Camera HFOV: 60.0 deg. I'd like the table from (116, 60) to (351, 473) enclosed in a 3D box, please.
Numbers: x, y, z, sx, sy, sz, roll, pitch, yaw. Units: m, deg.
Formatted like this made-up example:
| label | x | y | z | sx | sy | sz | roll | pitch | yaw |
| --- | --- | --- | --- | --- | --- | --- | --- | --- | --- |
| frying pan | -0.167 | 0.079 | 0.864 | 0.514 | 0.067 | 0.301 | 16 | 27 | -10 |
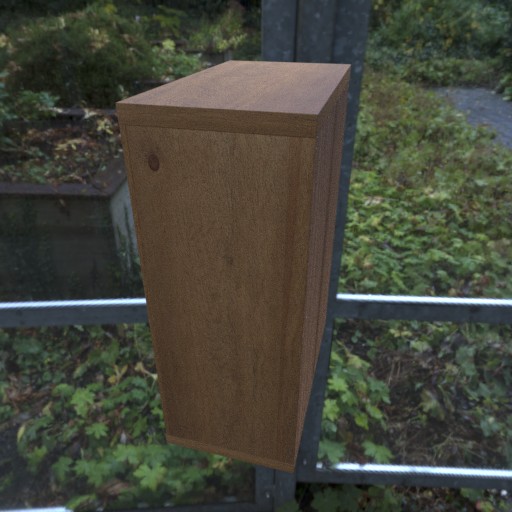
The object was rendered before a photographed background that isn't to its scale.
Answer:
| label | x | y | z | sx | sy | sz | roll | pitch | yaw |
| --- | --- | --- | --- | --- | --- | --- | --- | --- | --- |
| table | 0.000 | 0.000 | 1.727 | 0.524 | 1.294 | 0.901 | 8 | 31 | 13 |
